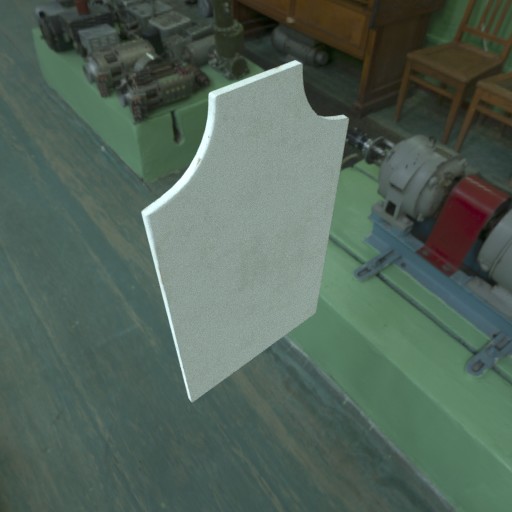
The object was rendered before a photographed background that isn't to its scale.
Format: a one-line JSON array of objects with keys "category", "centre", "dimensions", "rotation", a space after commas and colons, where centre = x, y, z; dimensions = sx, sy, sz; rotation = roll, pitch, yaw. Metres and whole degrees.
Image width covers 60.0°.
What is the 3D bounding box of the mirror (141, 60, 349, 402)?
[{"category": "mirror", "centre": [0.000, 0.000, 0.861], "dimensions": [0.403, 0.717, 0.022], "rotation": [-31, 55, -25]}]
